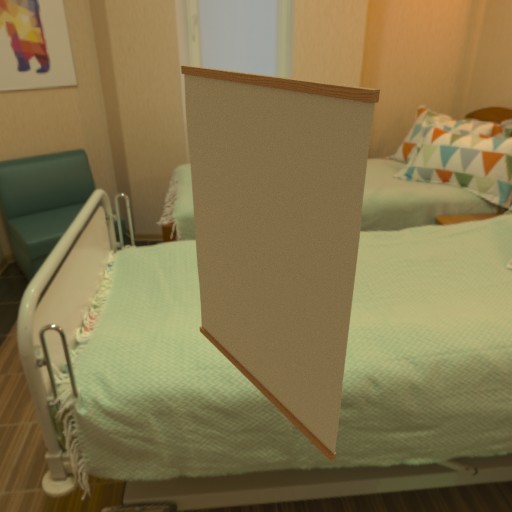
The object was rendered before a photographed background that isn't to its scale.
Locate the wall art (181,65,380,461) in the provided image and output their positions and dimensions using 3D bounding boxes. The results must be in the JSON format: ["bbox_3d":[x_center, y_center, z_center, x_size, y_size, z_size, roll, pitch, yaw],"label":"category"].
[{"bbox_3d":[0.000,0.000,0.797,0.011,0.605,0.458,-18,32,-31],"label":"wall art"}]
